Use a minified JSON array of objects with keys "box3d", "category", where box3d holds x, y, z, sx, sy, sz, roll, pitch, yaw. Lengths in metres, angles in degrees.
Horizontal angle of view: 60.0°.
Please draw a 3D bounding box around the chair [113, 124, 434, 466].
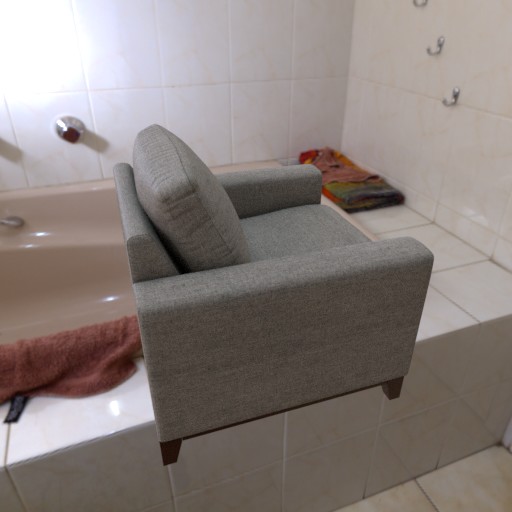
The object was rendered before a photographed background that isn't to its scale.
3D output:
[{"box3d":[0.000,0.000,1.881,1.038,1.010,1.024,-10,31,-16],"category":"chair"}]
